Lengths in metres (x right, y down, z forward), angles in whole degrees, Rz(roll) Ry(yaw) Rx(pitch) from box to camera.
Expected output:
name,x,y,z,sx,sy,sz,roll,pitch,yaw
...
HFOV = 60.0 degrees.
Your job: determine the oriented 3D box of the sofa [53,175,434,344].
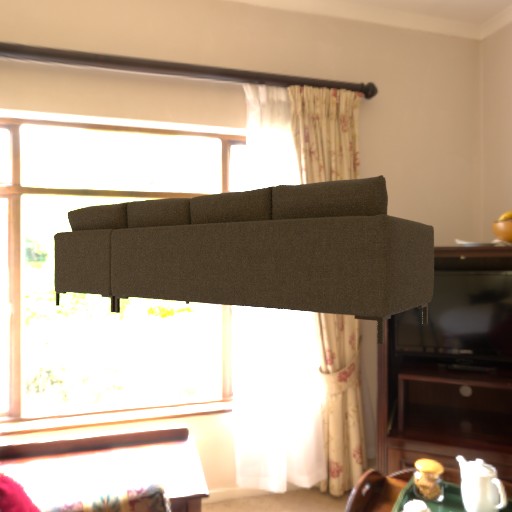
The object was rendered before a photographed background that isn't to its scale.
name,x,y,z,sx,sy,sz,roll,pitch,yaw
sofa,0.000,0.000,3.767,2.972,0.858,1.984,0,0,35
